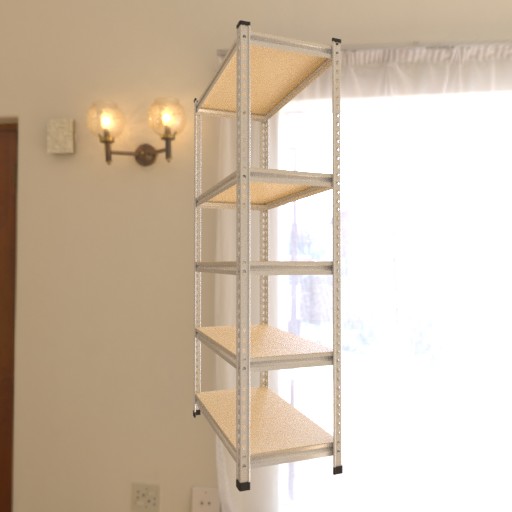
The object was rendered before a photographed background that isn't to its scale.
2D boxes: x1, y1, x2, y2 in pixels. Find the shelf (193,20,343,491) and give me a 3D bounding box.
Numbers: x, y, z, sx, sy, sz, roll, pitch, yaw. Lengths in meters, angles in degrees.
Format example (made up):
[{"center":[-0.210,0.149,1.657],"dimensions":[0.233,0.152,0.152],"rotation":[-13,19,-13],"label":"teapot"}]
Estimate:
[{"center":[0.000,0.000,2.223],"dimensions":[0.457,1.829,0.914],"rotation":[0,-1,-19],"label":"shelf"}]
